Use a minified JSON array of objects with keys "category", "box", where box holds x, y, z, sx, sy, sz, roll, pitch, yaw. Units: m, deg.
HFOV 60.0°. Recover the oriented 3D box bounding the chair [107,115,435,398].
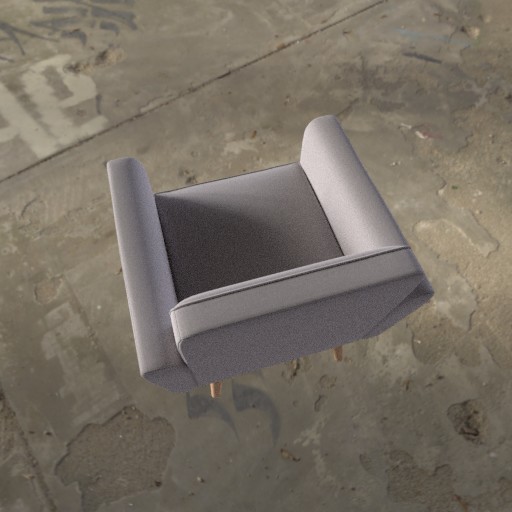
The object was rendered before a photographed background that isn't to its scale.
[{"category":"chair","box":[0.000,0.000,1.428,0.780,0.780,0.750,-14,59,-9]}]
